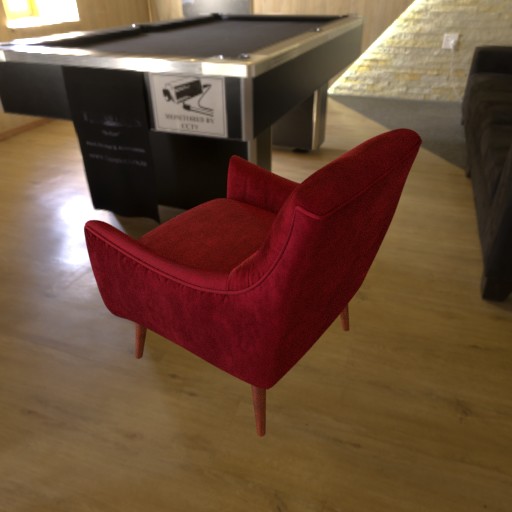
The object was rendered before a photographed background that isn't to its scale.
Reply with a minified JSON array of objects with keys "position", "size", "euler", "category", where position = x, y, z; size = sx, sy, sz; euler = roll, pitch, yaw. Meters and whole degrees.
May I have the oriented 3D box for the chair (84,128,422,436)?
[{"position":[0.000,0.000,1.470],"size":[0.787,0.838,0.762],"euler":[21,38,30],"category":"chair"}]
